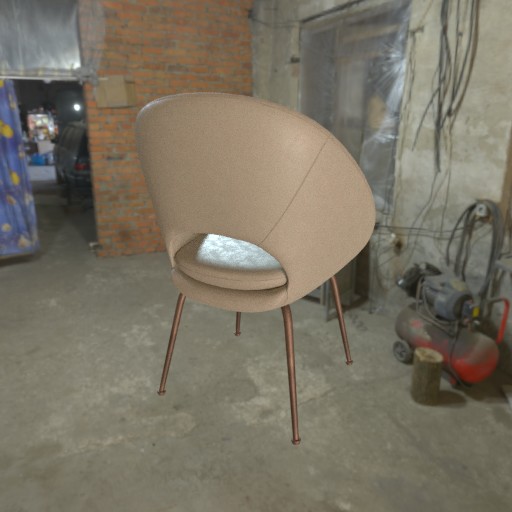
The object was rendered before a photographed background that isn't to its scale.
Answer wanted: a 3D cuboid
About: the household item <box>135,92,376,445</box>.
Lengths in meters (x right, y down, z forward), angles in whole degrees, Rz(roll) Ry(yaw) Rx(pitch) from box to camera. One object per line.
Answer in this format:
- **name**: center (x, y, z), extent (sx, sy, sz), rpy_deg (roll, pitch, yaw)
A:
- **household item**: center (0.000, 0.000, 1.272), extent (0.623, 0.852, 0.573), rpy_deg (9, 19, 28)
